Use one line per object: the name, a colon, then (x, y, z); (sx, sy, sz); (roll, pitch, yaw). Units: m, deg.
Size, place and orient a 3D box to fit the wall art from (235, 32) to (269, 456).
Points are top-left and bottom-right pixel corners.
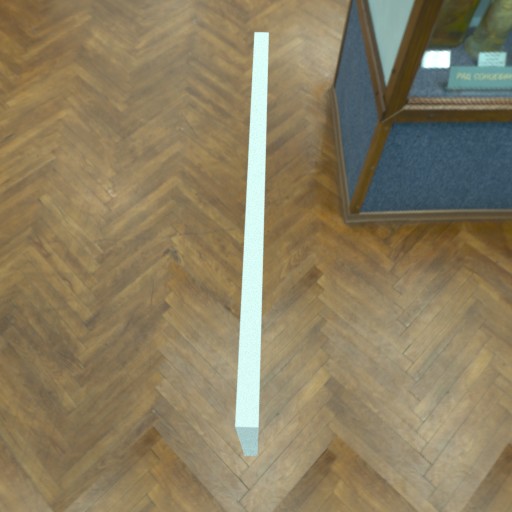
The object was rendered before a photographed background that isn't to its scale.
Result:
wall art: (0.000, 0.000, 1.656); (0.051, 0.902, 1.308); (2, 62, 1)
